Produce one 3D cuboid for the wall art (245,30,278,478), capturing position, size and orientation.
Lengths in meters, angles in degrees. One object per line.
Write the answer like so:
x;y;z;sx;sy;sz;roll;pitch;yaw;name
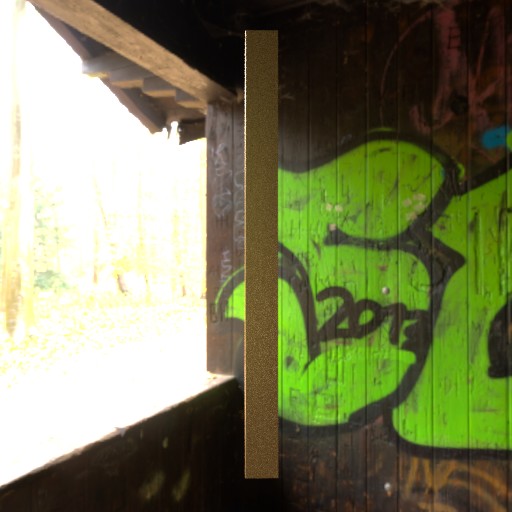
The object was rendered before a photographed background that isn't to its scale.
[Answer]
0.000;0.000;0.758;0.037;0.509;0.510;0;-1;-1;wall art
